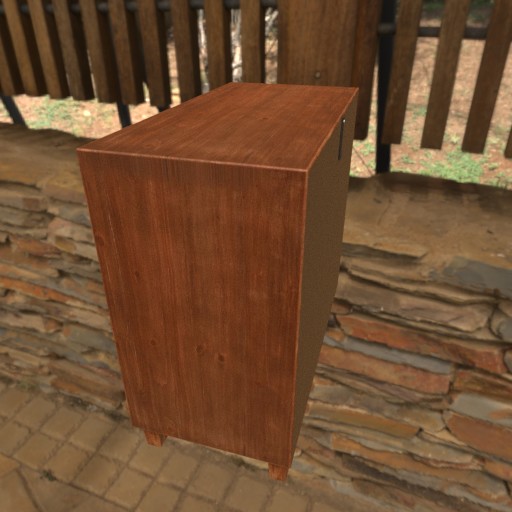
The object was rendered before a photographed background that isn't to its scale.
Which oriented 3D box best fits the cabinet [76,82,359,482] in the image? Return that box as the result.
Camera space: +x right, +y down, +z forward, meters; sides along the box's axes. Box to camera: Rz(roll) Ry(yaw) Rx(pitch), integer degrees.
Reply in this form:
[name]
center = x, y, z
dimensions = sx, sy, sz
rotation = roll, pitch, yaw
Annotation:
[cabinet]
center = 0.000, 0.000, 1.230
dimensions = 0.412, 0.785, 0.796
rotation = 8, 30, 15
